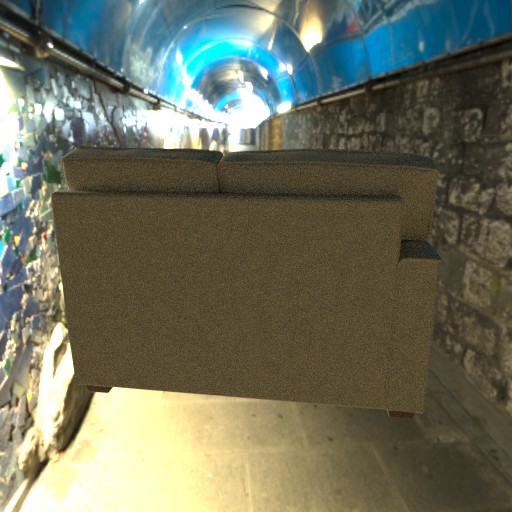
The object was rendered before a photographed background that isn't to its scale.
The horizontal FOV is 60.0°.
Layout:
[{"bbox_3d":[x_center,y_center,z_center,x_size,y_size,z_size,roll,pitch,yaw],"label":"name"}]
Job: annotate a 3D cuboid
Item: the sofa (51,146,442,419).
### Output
[{"bbox_3d":[0.000,0.000,2.034,1.388,0.989,0.991,2,15,8],"label":"sofa"}]
